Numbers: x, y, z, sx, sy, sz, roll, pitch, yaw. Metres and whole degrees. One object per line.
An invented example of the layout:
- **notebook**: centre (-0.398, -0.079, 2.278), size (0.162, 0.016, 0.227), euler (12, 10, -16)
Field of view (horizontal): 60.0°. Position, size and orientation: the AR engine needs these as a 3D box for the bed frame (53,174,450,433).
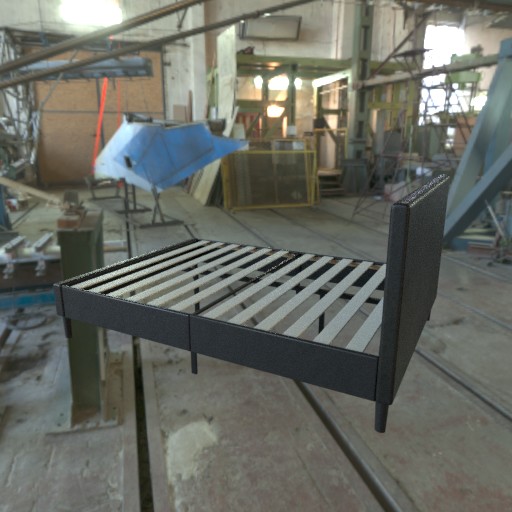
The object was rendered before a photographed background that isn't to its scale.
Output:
- **bed frame**: centre (0.000, 0.000, 3.191), size (2.318, 1.127, 1.634), euler (8, 17, 27)
